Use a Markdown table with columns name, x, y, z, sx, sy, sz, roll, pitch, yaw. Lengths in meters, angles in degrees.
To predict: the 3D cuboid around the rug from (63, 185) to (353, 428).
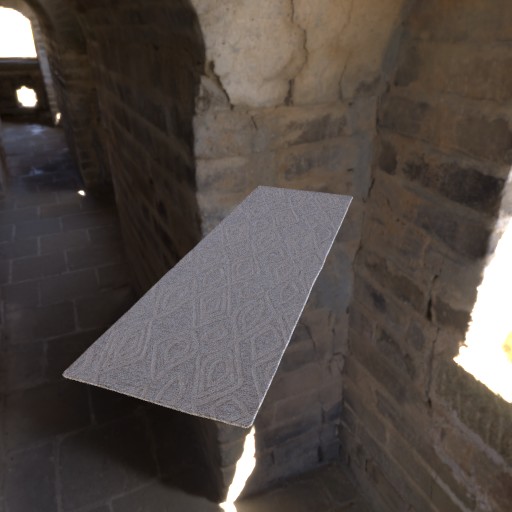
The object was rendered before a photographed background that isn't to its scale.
| name | x | y | z | sx | sy | sz | roll | pitch | yaw |
| --- | --- | --- | --- | --- | --- | --- | --- | --- | --- |
| rug | 0.000 | 0.000 | 2.659 | 0.807 | 0.013 | 2.436 | 9 | 29 | 17 |
